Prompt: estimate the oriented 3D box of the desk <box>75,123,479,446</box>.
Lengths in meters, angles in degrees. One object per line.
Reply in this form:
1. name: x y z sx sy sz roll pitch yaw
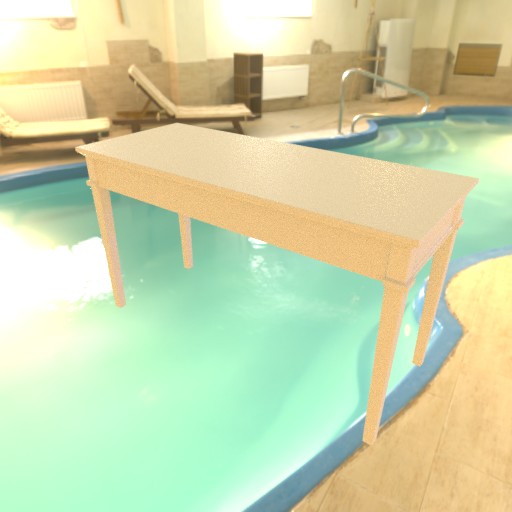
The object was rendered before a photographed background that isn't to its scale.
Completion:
1. desk: 0.000 0.000 1.772 1.372 0.774 0.559 20 34 32
